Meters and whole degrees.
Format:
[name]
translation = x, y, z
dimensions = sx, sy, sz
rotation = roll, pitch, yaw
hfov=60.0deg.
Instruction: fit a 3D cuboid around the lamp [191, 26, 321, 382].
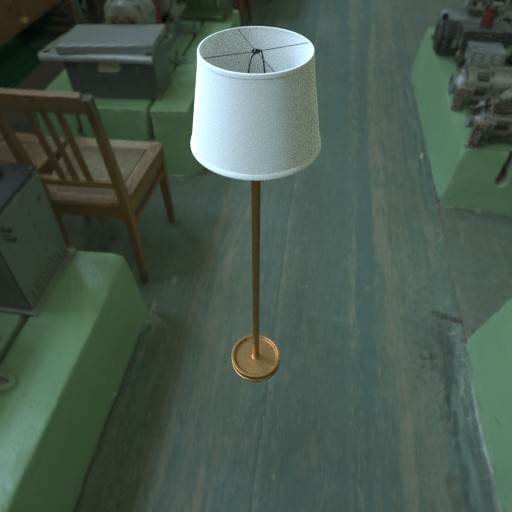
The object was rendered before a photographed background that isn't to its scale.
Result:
[lamp]
translation = 0.000, 0.000, 0.777
dimensions = 0.178, 0.710, 0.178
rotation = 0, 47, 0
